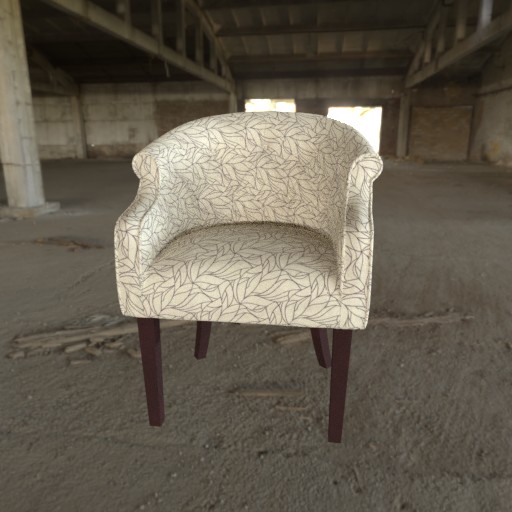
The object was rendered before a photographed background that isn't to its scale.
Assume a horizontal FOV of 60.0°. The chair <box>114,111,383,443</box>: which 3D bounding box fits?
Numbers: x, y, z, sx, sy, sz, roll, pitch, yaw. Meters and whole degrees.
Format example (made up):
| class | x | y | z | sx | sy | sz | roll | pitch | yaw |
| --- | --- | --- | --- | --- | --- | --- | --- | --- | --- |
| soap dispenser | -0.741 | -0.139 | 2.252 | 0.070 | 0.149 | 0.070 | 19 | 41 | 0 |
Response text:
| class | x | y | z | sx | sy | sz | roll | pitch | yaw |
| --- | --- | --- | --- | --- | --- | --- | --- | --- | --- |
| chair | 0.000 | 0.000 | 1.334 | 0.686 | 0.858 | 0.613 | 2 | 15 | 8 |
